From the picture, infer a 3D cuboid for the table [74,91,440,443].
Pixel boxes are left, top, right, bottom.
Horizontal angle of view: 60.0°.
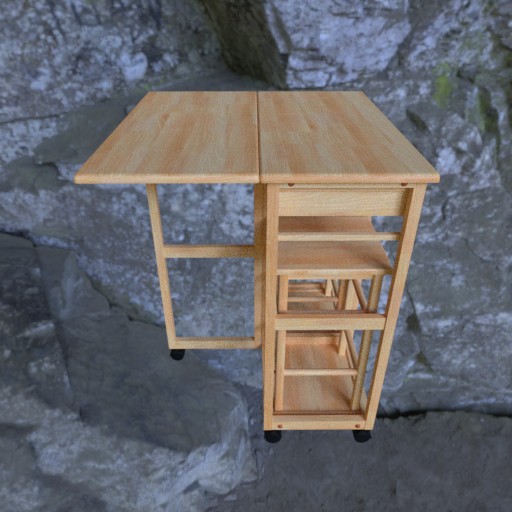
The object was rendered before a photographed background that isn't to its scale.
[{"bbox_3d":[0.000,0.000,1.368,0.693,0.832,0.752,0,32,0],"label":"table"}]
